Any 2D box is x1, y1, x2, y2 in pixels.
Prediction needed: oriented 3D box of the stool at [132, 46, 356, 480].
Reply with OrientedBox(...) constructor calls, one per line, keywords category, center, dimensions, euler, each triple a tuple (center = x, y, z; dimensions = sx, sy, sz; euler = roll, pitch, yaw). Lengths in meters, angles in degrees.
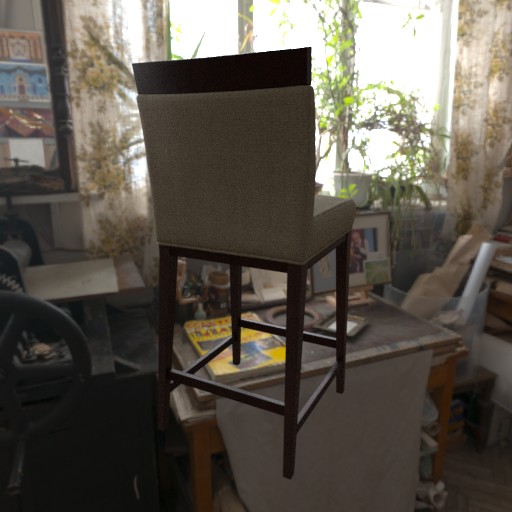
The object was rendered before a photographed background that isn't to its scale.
OrientedBox(category="stool", center=(0.000, 0.000, 1.274), dimensions=(0.463, 1.011, 0.480), euler=(8, 17, 27))
